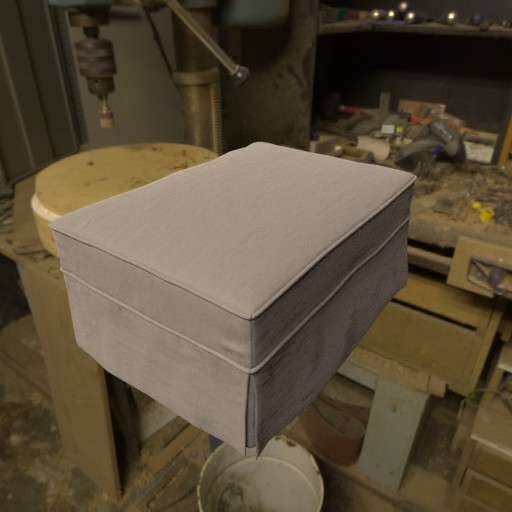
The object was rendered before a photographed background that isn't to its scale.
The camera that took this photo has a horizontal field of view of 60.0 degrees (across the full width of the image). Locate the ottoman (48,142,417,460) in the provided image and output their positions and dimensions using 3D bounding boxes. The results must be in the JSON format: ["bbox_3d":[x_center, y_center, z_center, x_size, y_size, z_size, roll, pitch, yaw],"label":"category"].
[{"bbox_3d":[0.000,0.000,1.357,0.703,0.479,0.944,20,36,31],"label":"ottoman"}]
